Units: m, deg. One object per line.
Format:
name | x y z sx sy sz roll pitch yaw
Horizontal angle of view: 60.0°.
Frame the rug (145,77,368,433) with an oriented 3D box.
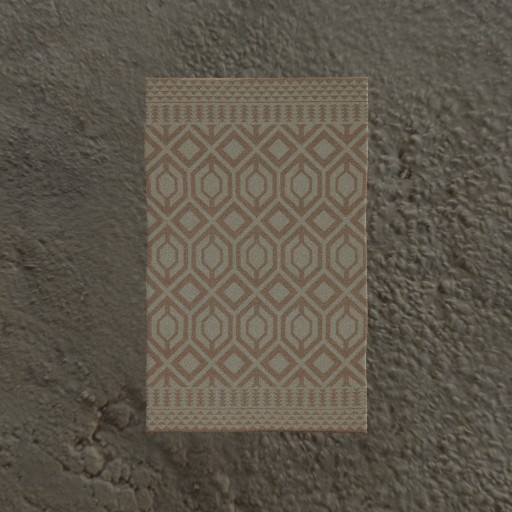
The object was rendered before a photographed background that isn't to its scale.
rug | 0.000 0.000 3.039 1.526 0.011 2.435 0 91 0
